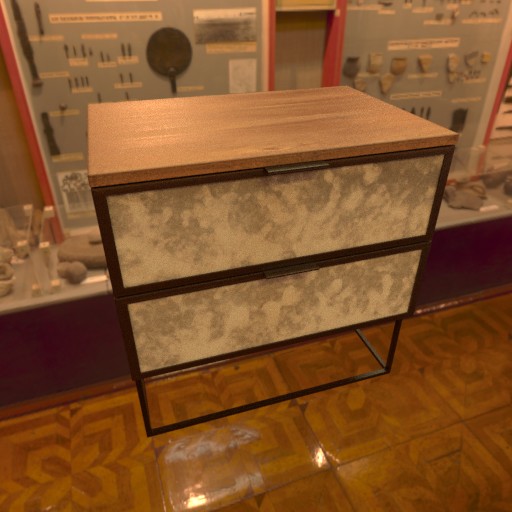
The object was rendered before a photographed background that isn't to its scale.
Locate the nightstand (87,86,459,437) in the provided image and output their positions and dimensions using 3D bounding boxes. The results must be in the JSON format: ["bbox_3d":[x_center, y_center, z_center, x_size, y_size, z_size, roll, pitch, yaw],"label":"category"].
[{"bbox_3d":[0.000,0.000,0.998,0.605,0.611,0.427,-10,34,-15],"label":"nightstand"}]
